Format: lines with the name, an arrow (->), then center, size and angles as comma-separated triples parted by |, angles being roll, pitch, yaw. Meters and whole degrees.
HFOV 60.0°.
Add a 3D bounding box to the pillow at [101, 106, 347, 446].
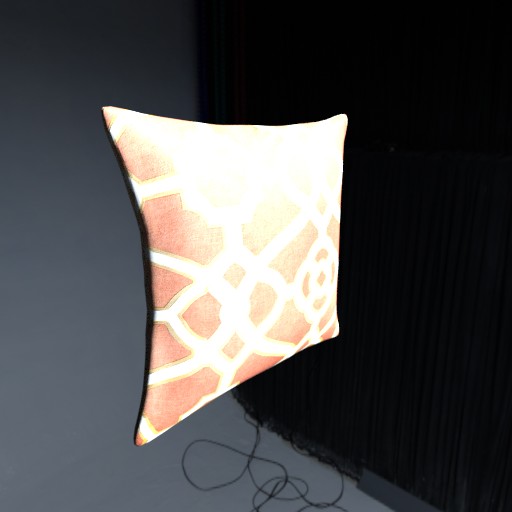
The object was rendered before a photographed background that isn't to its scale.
pillow -> 0.000, 0.000, 0.816 | 0.166, 0.508, 0.552 | 15, 22, 42
